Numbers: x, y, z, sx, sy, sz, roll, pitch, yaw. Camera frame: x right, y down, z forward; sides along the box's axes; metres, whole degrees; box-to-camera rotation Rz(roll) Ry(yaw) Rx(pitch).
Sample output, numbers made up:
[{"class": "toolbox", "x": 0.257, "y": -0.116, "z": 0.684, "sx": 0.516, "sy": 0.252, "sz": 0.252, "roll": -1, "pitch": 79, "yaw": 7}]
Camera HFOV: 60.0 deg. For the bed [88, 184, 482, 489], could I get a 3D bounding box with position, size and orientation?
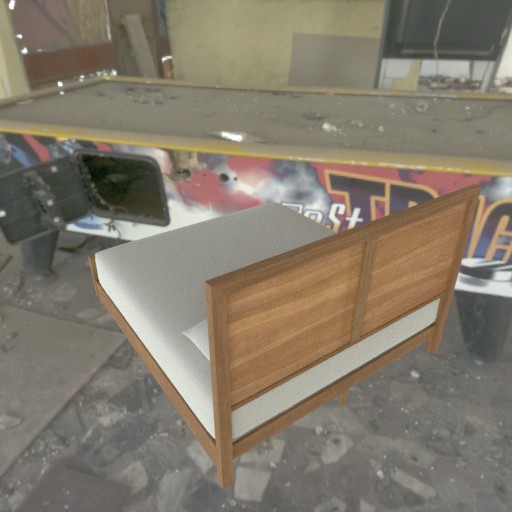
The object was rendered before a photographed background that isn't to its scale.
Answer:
[{"class": "bed", "x": 0.000, "y": 0.000, "z": 3.460, "sx": 2.003, "sy": 1.387, "sz": 2.184, "roll": -19, "pitch": 35, "yaw": -30}]
